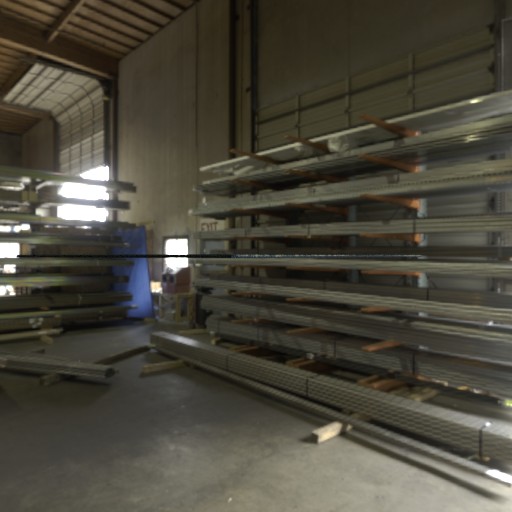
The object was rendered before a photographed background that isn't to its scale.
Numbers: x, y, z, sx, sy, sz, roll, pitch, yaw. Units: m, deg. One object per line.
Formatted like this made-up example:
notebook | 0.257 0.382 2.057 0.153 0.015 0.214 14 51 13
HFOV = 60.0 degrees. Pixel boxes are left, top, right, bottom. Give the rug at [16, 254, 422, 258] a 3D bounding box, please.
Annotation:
rug | 0.000 0.000 2.984 1.530 0.015 2.449 0 0 35
